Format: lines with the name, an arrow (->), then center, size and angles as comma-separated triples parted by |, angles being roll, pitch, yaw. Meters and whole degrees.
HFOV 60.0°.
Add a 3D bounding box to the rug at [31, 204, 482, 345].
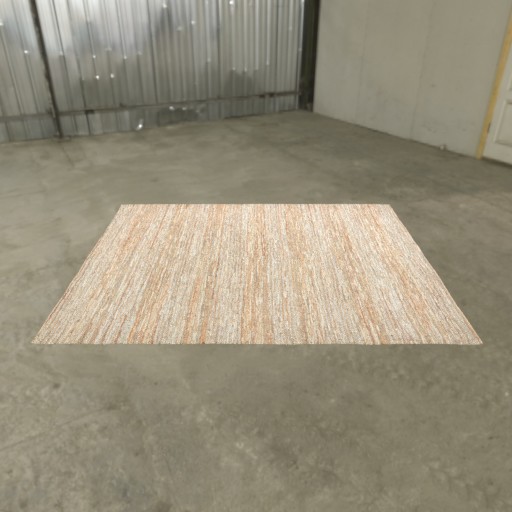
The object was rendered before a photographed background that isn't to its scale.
rug -> 0.000, 0.000, 3.855 | 2.939, 0.009, 2.313 | 0, 29, 0
